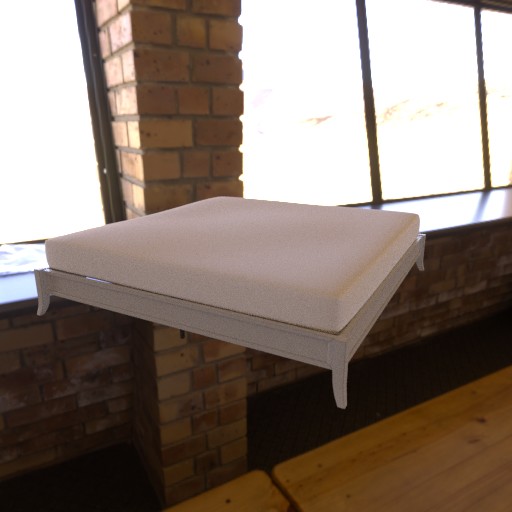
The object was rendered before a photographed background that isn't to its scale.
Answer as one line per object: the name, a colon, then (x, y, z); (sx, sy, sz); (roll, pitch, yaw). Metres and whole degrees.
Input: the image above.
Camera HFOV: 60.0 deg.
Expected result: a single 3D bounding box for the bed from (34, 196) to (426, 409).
bed: (0.000, 0.000, 3.153); (2.007, 0.510, 2.108); (9, 19, 27)
